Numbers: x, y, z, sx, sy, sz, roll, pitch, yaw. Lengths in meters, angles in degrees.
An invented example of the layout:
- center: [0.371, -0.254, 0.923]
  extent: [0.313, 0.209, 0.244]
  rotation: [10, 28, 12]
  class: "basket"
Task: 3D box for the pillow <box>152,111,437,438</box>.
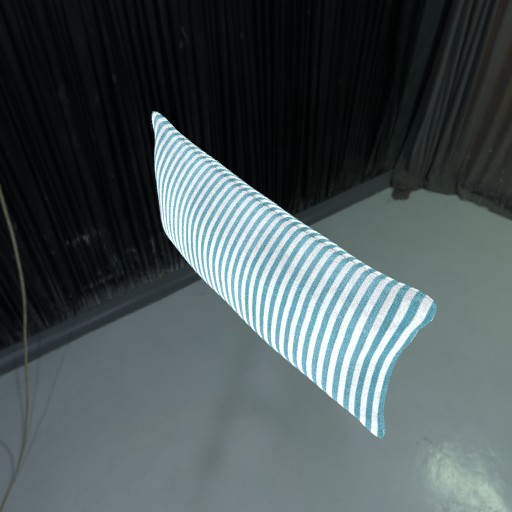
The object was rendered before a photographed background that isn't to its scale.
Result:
- center: [0.000, 0.000, 0.741]
  extent: [0.151, 0.295, 0.617]
  rotation: [-28, 48, -28]
  class: "pillow"
